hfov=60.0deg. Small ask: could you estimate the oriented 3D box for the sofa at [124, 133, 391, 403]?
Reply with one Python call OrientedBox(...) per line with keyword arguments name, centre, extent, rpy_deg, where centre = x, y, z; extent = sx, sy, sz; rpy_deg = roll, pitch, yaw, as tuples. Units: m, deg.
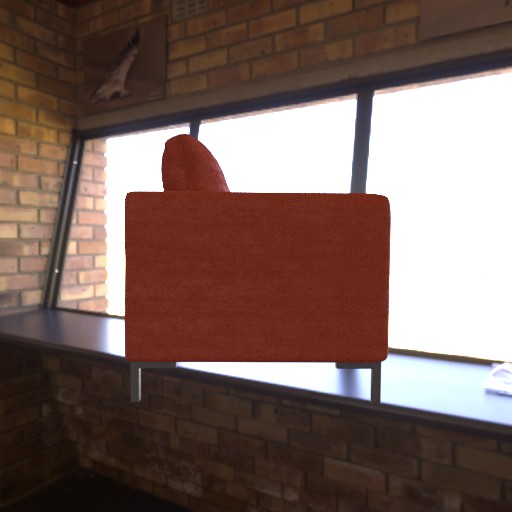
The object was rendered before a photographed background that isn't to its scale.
OrientedBox(name="sofa", centre=(0.000, 0.000, 2.156), extent=(0.864, 0.896, 1.574), rpy_deg=(0, 2, -1))
